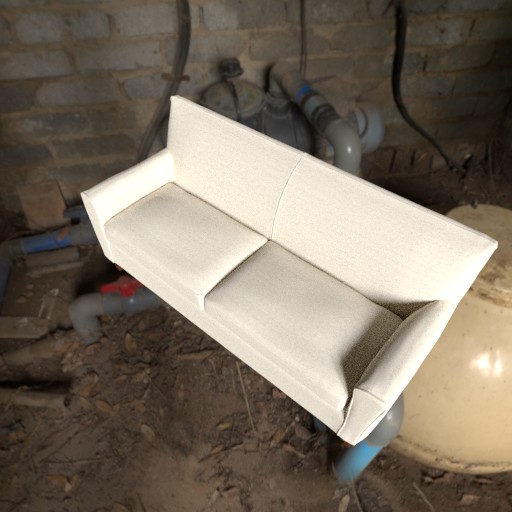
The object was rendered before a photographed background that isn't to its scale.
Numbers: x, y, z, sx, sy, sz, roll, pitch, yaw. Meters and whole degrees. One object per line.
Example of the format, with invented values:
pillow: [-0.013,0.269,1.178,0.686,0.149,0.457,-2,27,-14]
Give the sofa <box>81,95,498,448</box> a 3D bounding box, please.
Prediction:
sofa: [0.000,0.000,2.415,2.001,0.907,0.841,32,55,26]
